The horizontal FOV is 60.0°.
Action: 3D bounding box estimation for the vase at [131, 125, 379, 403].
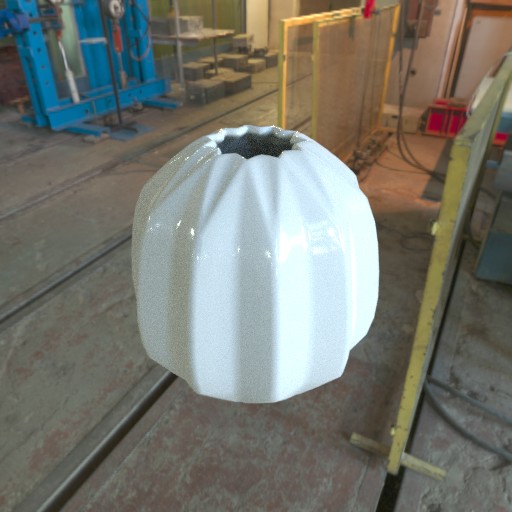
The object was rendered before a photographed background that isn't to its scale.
[{"bbox_3d":[0.000,0.000,0.250,0.139,0.134,0.139,0,33,0],"label":"vase"}]
